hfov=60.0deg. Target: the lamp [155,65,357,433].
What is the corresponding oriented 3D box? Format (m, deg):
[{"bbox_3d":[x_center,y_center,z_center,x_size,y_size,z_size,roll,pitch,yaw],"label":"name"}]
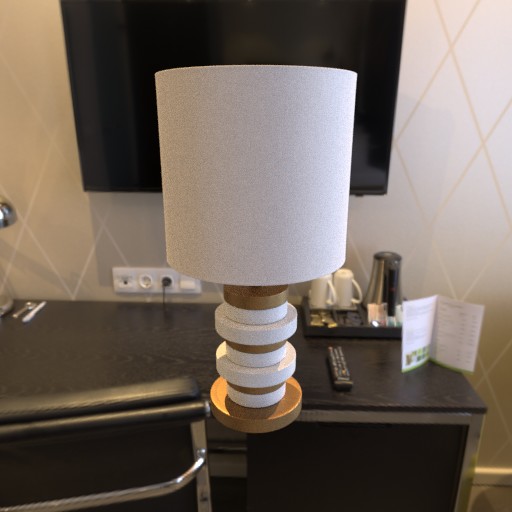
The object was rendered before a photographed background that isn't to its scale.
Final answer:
[{"bbox_3d":[0.000,0.000,0.531,0.210,0.410,0.210,-9,20,-26],"label":"lamp"}]
